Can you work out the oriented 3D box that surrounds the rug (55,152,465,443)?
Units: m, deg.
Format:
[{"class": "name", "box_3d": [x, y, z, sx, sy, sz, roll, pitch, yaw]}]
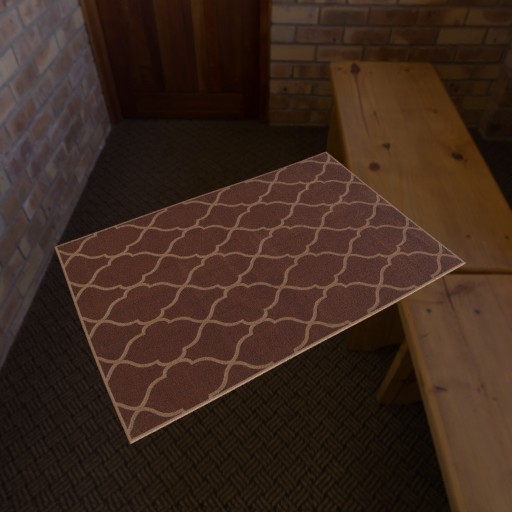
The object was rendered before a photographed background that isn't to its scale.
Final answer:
[{"class": "rug", "box_3d": [0.000, 0.000, 2.939, 2.290, 0.014, 1.526, -23, 50, -21]}]
